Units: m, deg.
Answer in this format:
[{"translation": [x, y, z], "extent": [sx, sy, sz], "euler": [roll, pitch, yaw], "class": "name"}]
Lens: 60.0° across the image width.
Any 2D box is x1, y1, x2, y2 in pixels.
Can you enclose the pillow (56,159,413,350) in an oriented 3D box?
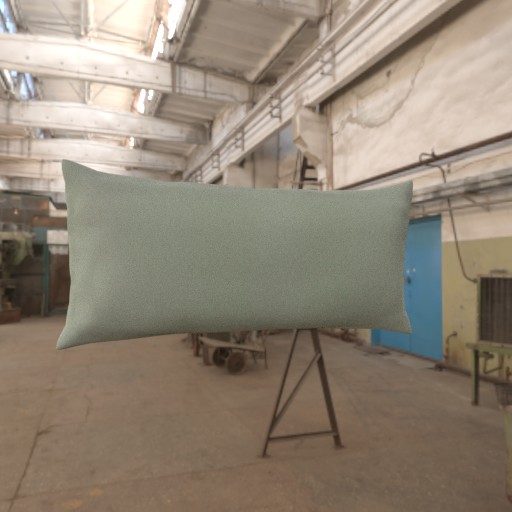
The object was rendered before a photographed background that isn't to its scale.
[{"translation": [0.000, 0.000, 0.739], "extent": [0.610, 0.287, 0.151], "euler": [0, -1, -17], "class": "pillow"}]
